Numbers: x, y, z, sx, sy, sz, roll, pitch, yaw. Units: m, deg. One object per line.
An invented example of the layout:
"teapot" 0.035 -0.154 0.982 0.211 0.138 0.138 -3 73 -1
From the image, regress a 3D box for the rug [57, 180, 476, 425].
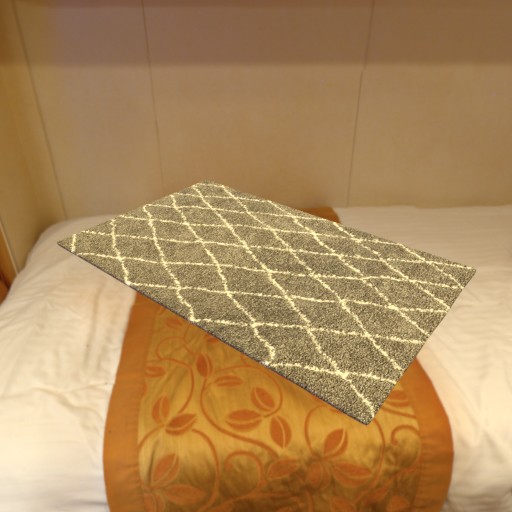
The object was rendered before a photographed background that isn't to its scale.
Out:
"rug" 0.000 0.000 3.010 2.438 0.030 1.524 23 38 33
